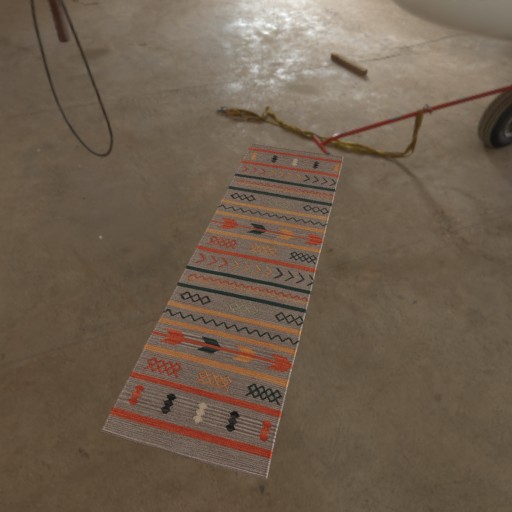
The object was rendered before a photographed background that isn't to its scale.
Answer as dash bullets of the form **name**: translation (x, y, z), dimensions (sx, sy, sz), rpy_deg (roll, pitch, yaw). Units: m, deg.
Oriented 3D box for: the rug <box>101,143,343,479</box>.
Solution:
- **rug**: translation (0.000, 0.000, 2.658), dimensions (0.744, 0.022, 2.419), rpy_deg (11, 46, 11)
